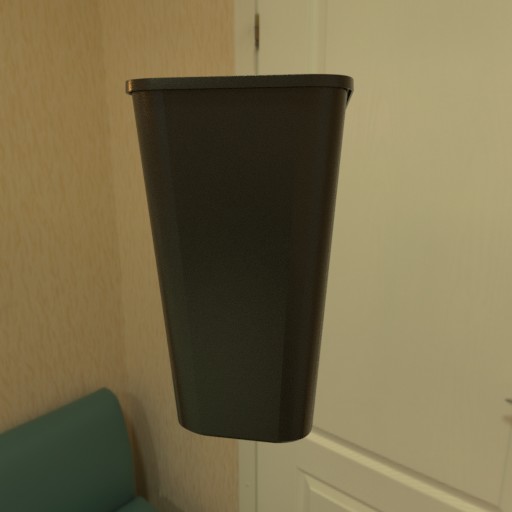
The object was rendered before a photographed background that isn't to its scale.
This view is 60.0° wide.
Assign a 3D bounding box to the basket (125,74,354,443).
[{"bbox_3d":[0.000,0.000,0.756,0.287,0.521,0.394,2,14,9],"label":"basket"}]
